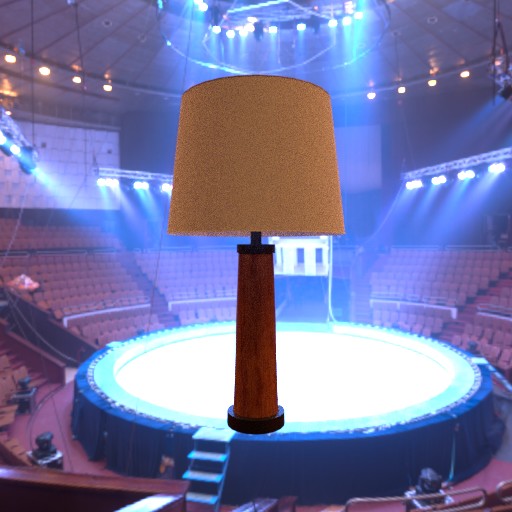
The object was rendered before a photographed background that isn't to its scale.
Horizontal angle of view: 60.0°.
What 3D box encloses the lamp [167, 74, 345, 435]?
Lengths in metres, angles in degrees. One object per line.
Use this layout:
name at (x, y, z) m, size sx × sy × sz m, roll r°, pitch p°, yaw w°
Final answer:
lamp at (0.000, 0.000, 0.881) m, size 0.349 × 0.667 × 0.349 m, roll 0°, pitch 1°, yaw 0°
